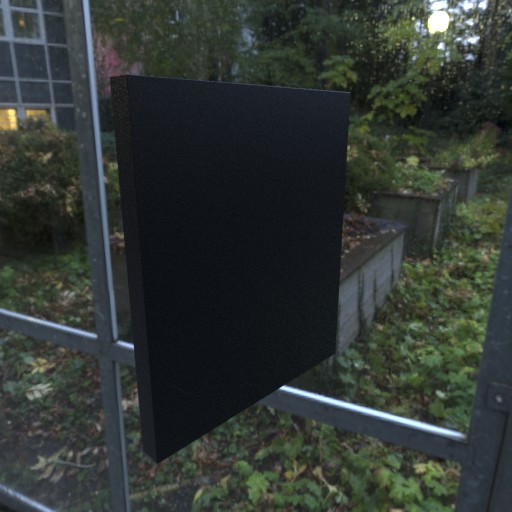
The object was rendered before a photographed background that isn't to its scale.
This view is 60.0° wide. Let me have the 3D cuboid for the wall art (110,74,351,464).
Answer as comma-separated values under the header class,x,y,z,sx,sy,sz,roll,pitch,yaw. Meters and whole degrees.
class,x,y,z,sx,sy,sz,roll,pitch,yaw
wall art,0.000,0.000,0.531,0.028,0.380,0.325,16,23,42
